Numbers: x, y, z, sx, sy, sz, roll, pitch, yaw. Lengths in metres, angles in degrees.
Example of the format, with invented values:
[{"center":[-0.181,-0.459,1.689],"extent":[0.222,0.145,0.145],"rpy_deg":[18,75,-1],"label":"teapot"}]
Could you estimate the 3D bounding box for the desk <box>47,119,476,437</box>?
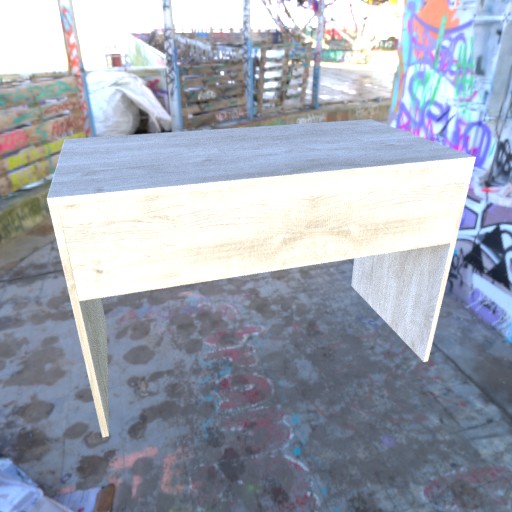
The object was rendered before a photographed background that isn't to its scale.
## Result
[{"center":[0.000,0.000,1.488],"extent":[1.100,0.730,0.560],"rpy_deg":[-8,29,-15],"label":"desk"}]
